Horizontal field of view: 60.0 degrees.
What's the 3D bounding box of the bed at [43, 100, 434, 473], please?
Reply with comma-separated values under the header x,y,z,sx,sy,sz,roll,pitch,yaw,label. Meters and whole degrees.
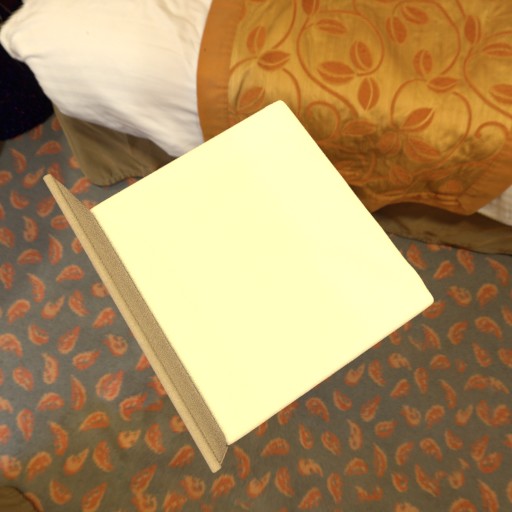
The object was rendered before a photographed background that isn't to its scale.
x,y,z,sx,sy,sz,roll,pitch,yaw,label
0.000,0.000,3.392,1.914,1.346,2.170,-32,78,-8,bed
